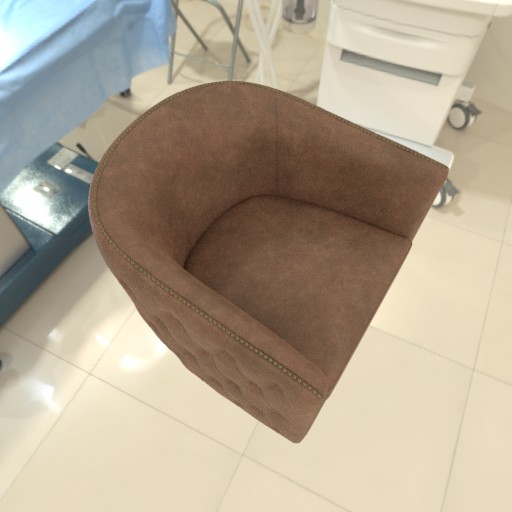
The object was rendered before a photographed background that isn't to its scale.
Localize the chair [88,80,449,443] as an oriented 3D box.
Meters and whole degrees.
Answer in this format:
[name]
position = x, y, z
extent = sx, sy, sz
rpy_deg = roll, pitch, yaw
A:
[chair]
position = 0.000, 0.000, 1.518
extent = 0.870, 0.790, 0.850
rpy_deg = 29, 62, 17
